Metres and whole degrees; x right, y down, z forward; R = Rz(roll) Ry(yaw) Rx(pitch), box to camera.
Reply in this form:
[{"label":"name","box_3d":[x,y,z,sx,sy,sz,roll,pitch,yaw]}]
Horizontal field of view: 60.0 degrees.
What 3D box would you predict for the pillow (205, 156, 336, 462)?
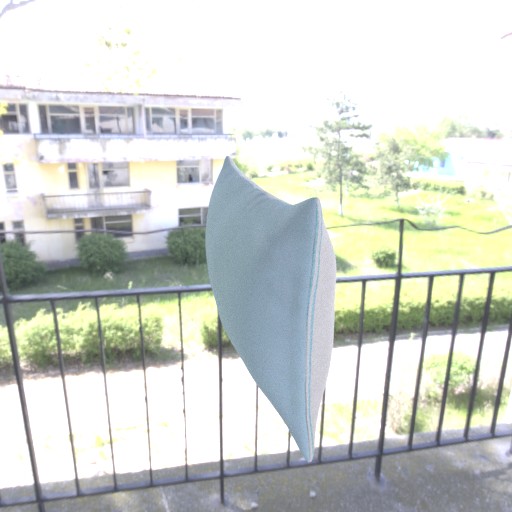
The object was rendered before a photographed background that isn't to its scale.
[{"label":"pillow","box_3d":[0.000,0.000,0.721,0.151,0.287,0.610,-3,17,-11]}]
